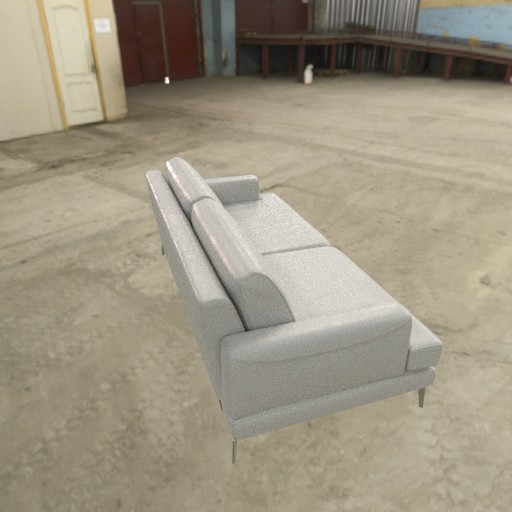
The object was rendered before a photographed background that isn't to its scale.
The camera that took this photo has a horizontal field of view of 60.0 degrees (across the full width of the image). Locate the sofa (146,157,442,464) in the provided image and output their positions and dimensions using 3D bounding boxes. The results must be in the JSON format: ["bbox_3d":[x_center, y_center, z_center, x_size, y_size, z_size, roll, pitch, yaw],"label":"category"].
[{"bbox_3d":[0.000,0.000,2.458,0.974,0.765,1.940,-9,29,-17],"label":"sofa"}]
